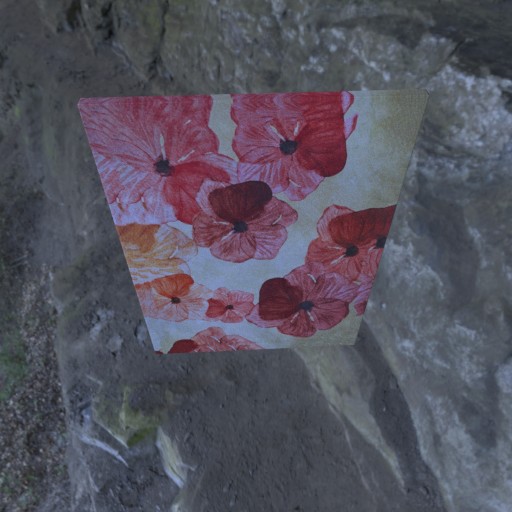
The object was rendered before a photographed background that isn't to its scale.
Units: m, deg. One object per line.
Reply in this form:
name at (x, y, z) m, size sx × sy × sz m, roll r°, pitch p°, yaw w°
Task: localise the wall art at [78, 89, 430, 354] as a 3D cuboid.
wall art at (0.000, 0.000, 1.335) m, size 0.762 × 1.015 × 0.031 m, roll -2°, pitch 47°, yaw -2°
